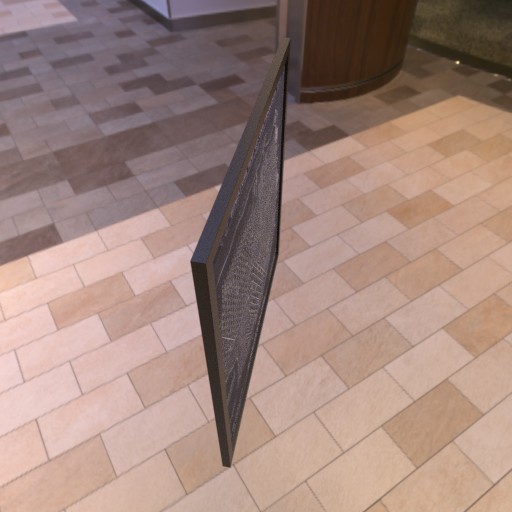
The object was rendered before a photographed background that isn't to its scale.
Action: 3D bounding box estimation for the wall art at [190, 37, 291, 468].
[{"bbox_3d":[0.000,0.000,1.167,0.022,0.807,0.807,8,47,8],"label":"wall art"}]
